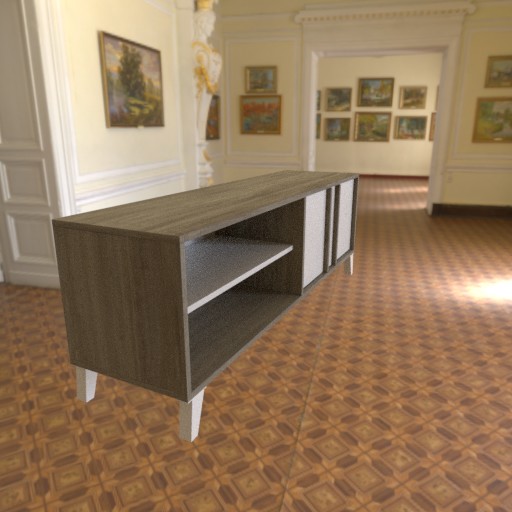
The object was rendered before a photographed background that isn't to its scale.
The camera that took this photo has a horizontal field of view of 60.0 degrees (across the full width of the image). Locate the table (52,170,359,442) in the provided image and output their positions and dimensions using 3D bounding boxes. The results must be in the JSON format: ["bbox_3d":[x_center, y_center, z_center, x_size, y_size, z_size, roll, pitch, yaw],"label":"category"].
[{"bbox_3d":[0.000,0.000,1.754,0.400,0.530,1.500,8,18,26],"label":"table"}]
